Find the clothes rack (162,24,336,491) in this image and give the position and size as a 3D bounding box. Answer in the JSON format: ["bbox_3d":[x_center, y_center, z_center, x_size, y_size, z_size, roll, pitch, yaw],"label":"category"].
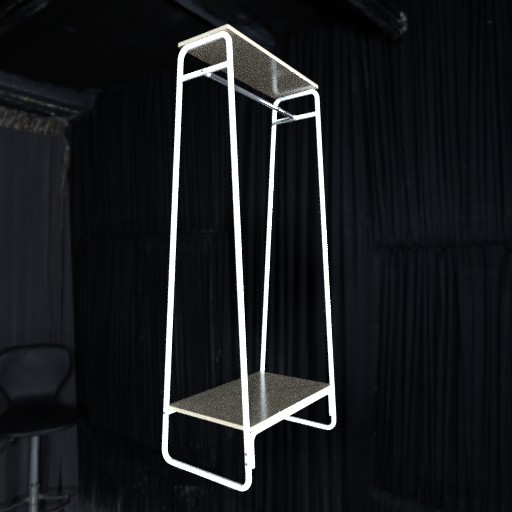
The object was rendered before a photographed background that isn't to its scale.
[{"bbox_3d":[0.000,0.000,1.768,0.400,1.512,0.640,0,0,35],"label":"clothes rack"}]
